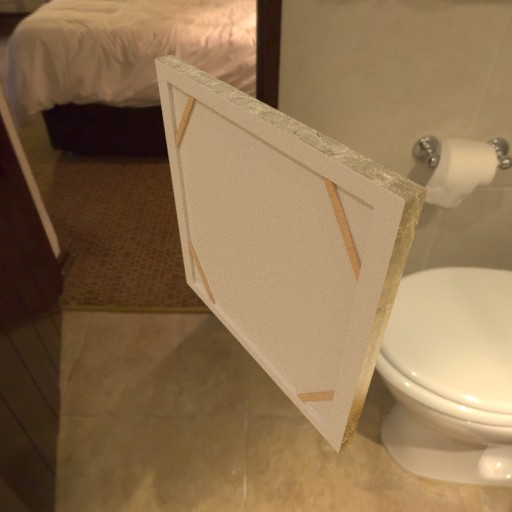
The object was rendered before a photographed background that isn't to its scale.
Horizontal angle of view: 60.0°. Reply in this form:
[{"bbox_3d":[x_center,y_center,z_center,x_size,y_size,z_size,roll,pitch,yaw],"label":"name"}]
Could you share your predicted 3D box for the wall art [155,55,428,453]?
[{"bbox_3d":[0.000,0.000,0.884,0.038,0.610,0.610,-26,47,-27],"label":"wall art"}]
